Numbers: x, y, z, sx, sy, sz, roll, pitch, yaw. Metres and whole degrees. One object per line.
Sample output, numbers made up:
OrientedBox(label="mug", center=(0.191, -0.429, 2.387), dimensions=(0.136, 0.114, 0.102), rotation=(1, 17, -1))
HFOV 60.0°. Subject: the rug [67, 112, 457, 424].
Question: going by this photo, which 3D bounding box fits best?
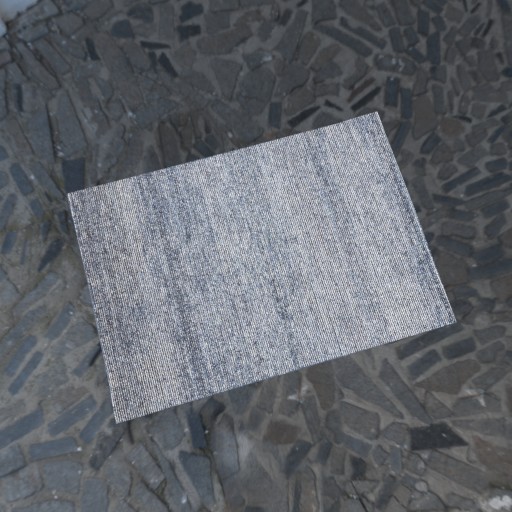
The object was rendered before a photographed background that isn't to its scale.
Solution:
OrientedBox(label="rug", center=(0.000, 0.000, 3.064), dimensions=(2.349, 0.030, 1.624), rotation=(-16, 78, -3))
